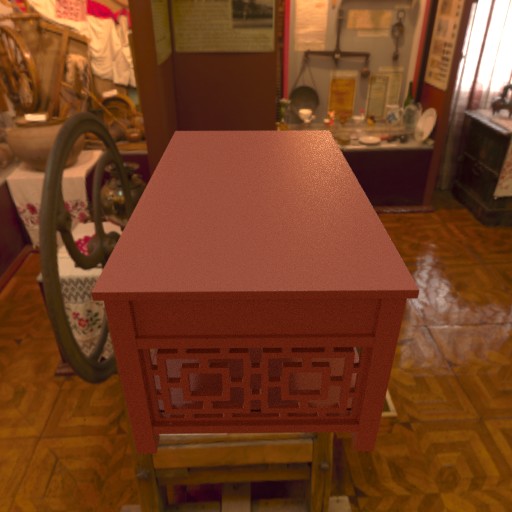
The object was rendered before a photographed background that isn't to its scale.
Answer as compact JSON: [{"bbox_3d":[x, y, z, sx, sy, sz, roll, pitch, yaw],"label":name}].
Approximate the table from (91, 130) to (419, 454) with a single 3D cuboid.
[{"bbox_3d":[0.000,0.000,1.391,0.612,0.493,1.068,0,31,-1],"label":"table"}]
